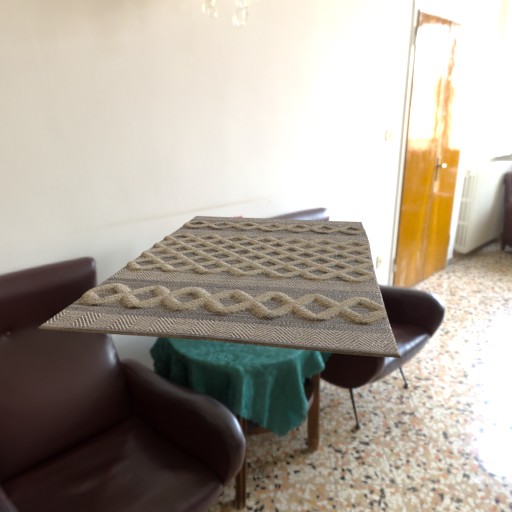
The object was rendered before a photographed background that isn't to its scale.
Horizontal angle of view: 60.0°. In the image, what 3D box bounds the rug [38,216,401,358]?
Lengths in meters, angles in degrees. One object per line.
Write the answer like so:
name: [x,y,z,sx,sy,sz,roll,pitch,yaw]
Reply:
rug: [0.000,0.000,2.881,1.513,0.033,2.333,3,17,9]
